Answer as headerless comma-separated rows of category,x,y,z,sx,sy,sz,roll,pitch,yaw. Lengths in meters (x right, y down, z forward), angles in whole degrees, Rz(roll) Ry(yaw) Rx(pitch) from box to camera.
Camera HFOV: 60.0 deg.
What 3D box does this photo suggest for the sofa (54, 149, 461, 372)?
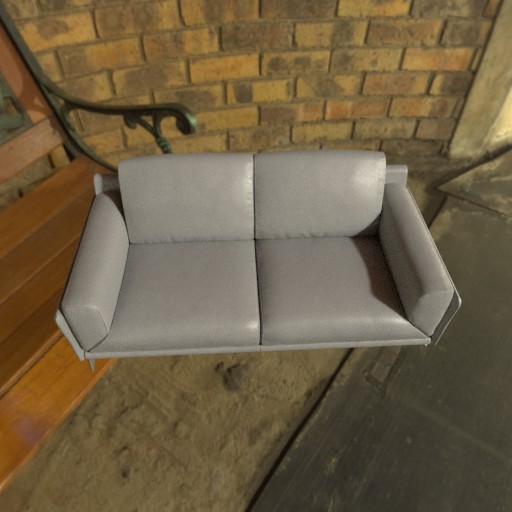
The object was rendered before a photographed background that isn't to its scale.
sofa,0.000,0.000,2.687,2.101,0.930,1.049,-2,46,-2
